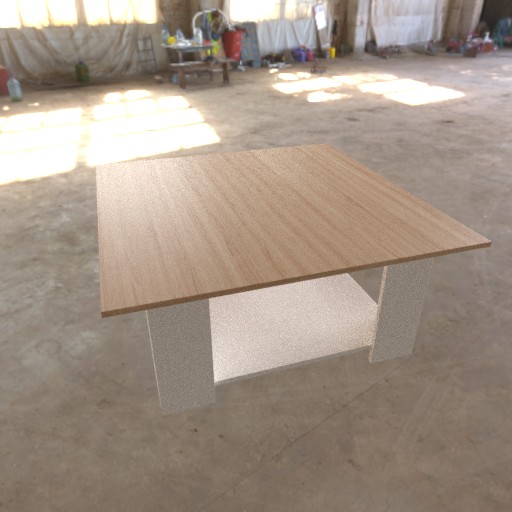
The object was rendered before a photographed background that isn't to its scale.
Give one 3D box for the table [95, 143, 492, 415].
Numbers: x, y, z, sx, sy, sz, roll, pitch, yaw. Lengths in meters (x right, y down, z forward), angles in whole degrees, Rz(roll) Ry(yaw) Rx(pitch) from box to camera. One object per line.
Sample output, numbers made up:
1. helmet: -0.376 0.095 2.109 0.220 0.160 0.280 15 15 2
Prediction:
1. table: 0.000 0.000 1.055 0.670 0.305 0.670 -9 31 -16
